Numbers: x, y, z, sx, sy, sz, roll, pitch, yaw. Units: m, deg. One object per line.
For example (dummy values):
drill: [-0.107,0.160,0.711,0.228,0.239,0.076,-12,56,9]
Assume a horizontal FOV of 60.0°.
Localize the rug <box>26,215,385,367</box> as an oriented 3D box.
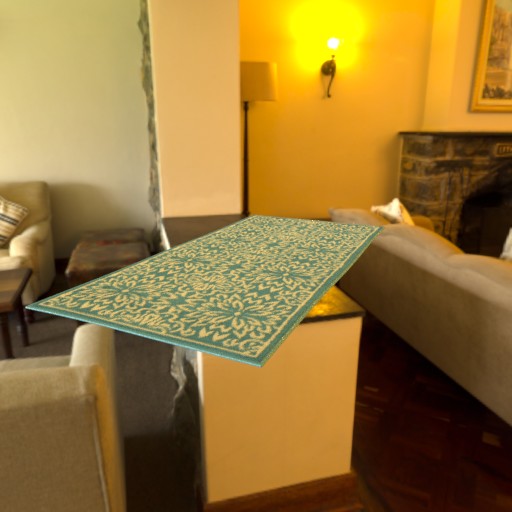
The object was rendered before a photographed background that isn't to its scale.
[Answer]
rug: [0.000,0.000,1.424,0.604,0.007,1.219,8,18,24]
